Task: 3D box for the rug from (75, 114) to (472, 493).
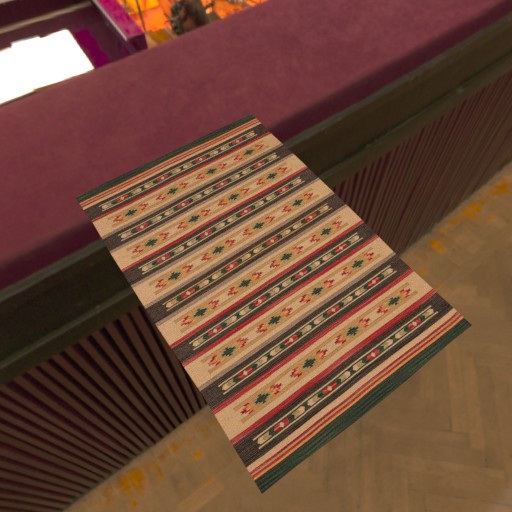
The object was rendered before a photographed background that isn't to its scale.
[{"bbox_3d":[0.000,0.000,2.298,1.221,0.009,1.825,-31,63,-18],"label":"rug"}]
